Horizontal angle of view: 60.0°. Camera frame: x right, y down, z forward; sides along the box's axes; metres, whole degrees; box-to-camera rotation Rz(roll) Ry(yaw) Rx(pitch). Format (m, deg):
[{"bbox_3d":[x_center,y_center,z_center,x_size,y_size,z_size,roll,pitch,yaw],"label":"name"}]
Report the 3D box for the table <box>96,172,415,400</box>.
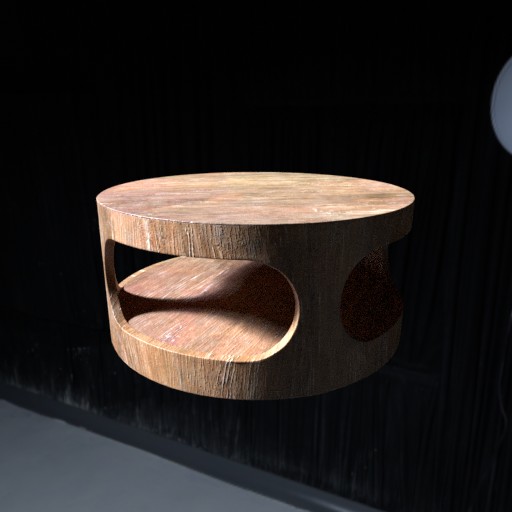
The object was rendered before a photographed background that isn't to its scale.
[{"bbox_3d":[0.000,0.000,1.503,0.974,0.450,0.974,0,17,0],"label":"table"}]
